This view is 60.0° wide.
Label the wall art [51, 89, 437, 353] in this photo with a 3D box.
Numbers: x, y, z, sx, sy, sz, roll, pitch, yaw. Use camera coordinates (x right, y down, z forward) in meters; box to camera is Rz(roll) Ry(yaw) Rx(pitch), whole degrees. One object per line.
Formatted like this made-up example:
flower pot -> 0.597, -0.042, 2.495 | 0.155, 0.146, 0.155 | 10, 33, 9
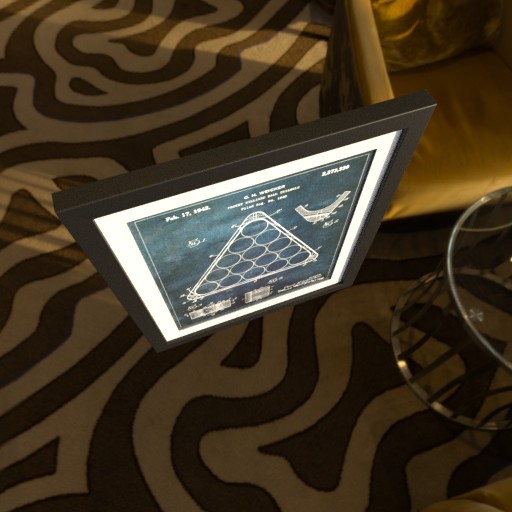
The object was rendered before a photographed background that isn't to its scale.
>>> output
wall art -> 0.000, 0.000, 0.702 | 0.432, 0.508, 0.025 | -18, 64, -9
